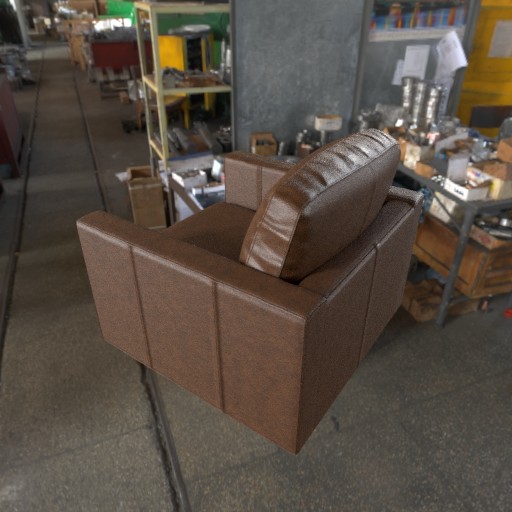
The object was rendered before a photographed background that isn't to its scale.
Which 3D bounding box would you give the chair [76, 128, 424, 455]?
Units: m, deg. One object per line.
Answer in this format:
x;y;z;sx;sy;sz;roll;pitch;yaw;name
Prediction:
0.000;0.000;1.661;0.909;0.956;0.890;20;37;29;chair
